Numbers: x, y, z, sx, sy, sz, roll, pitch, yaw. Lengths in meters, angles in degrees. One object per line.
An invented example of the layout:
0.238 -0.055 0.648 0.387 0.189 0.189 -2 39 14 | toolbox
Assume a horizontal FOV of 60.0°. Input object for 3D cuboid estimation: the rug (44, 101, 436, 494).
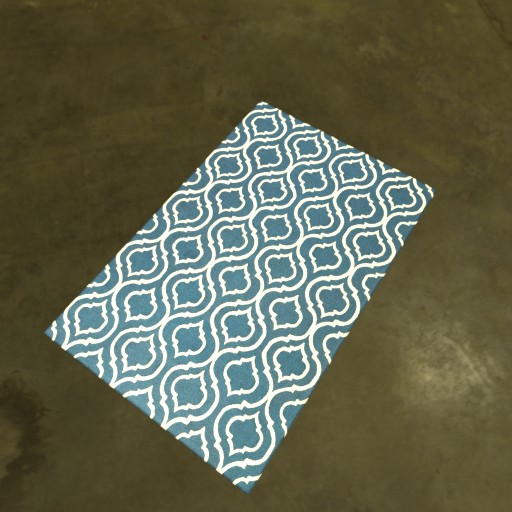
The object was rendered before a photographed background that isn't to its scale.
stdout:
0.000 0.000 2.198 1.143 0.010 1.753 32 68 15 | rug
